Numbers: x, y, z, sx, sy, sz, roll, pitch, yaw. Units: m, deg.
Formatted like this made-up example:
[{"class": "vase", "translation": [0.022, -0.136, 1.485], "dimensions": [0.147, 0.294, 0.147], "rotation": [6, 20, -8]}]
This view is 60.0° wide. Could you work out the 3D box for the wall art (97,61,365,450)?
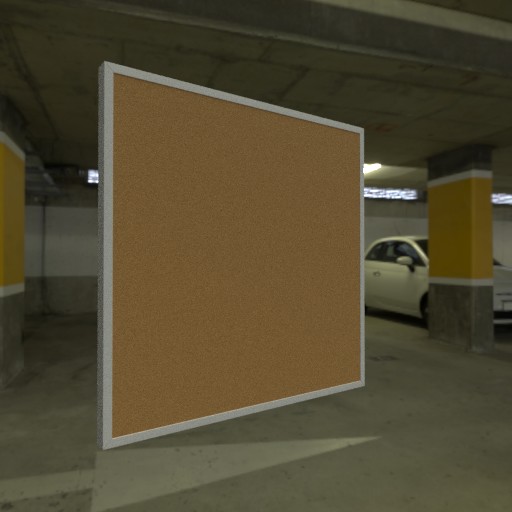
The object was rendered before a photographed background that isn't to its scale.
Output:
[{"class": "wall art", "translation": [0.000, 0.000, 1.105], "dimensions": [0.762, 0.762, 0.038], "rotation": [0, -1, -36]}]
